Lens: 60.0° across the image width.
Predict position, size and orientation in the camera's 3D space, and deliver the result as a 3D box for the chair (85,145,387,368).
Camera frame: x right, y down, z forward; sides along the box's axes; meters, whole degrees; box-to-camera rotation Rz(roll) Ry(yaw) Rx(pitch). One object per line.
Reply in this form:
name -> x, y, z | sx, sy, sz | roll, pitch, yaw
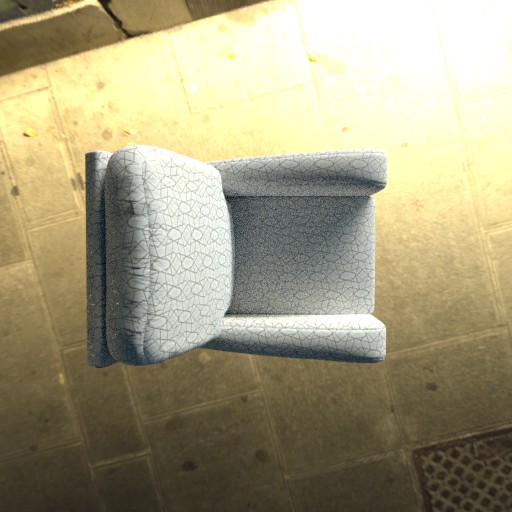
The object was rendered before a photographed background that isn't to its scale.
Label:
chair -> 0.000, 0.000, 1.724 | 0.995, 1.064, 0.796 | 0, 91, 1
